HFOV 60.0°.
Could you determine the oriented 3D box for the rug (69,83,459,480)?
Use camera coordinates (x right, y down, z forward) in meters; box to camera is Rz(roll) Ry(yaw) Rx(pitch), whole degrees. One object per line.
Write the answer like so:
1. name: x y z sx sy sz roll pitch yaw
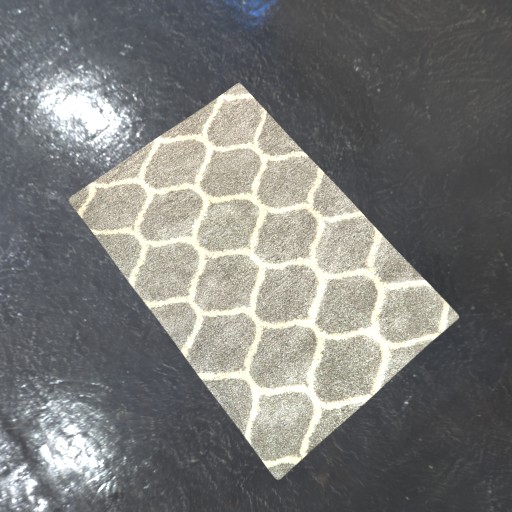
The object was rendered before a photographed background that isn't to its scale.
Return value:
1. rug: 0.000 0.000 3.500 1.801 0.026 2.701 -38 77 -10
